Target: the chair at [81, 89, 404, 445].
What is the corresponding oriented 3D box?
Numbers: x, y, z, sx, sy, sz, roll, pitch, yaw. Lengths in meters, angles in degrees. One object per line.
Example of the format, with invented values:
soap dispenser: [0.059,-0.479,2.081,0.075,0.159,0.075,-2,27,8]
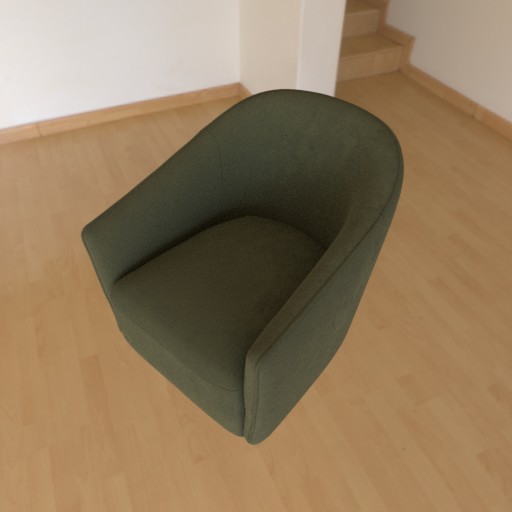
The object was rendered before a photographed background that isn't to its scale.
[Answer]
chair: [0.000,0.000,1.492,0.747,0.799,0.875,31,53,27]
